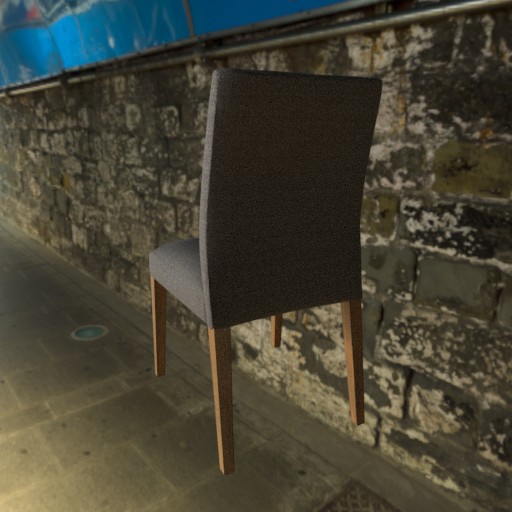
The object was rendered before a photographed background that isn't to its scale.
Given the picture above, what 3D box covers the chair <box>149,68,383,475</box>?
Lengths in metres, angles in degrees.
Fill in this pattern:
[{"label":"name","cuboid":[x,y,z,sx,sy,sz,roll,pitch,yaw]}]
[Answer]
[{"label":"chair","cuboid":[0.000,0.000,1.289,0.496,0.940,0.585,-8,18,-26]}]
